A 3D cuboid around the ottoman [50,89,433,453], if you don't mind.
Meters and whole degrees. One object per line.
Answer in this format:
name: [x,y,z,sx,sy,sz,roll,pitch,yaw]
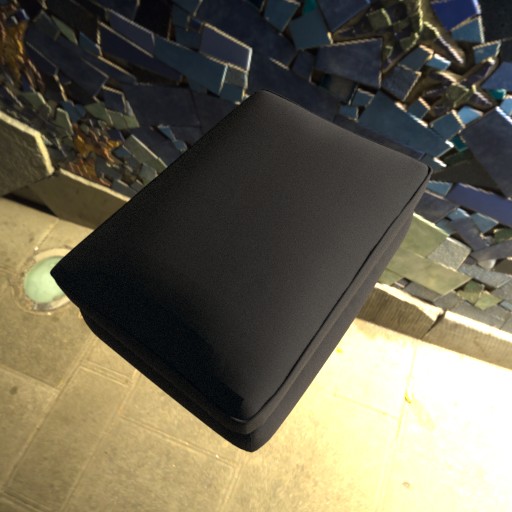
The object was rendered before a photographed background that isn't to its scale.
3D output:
ottoman: [0.000,0.000,1.000,0.508,0.406,0.686,32,63,19]
